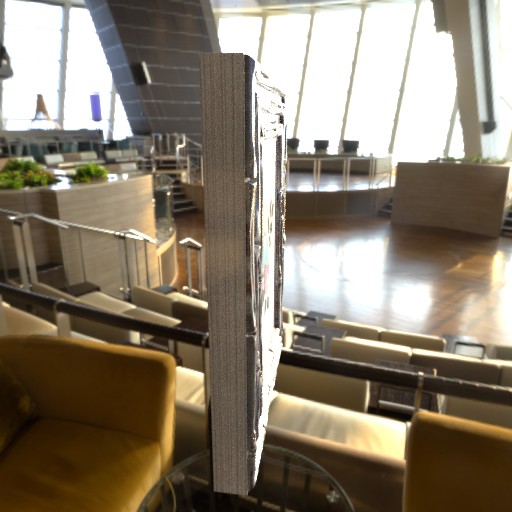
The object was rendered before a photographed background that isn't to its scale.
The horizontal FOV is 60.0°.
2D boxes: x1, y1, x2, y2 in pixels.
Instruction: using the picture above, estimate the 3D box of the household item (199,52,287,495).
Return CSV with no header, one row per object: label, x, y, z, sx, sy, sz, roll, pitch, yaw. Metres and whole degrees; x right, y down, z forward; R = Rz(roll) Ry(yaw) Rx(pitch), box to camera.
household item,0.000,0.000,0.283,0.025,0.216,0.165,3,17,8
